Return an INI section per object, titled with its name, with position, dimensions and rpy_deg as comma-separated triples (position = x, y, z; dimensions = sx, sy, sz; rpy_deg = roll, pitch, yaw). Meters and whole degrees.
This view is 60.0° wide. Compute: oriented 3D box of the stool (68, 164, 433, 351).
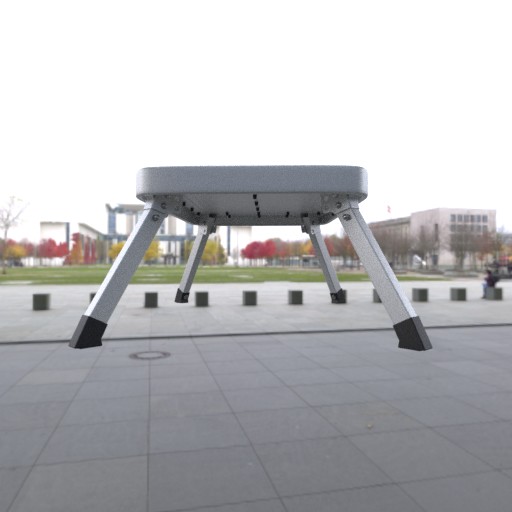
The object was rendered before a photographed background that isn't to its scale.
[stool]
position = 0.000, 0.000, 0.609
dimensions = 0.320, 0.170, 0.460
rpy_deg = 0, -1, 2
